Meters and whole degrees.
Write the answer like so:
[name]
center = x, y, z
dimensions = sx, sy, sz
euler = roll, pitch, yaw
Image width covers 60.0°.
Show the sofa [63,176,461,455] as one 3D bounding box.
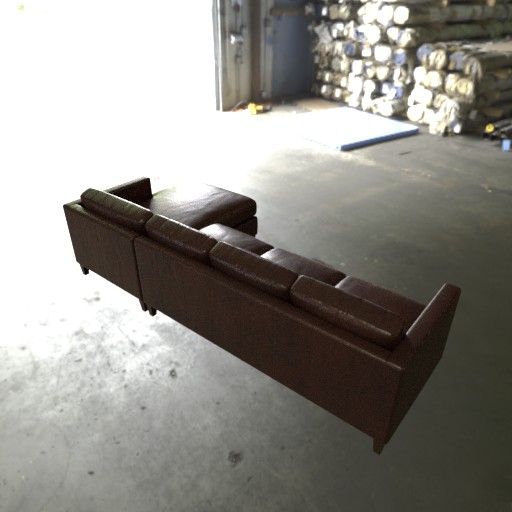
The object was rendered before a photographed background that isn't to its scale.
[sofa]
center = 0.000, 0.000, 3.779
dimensions = 3.203, 0.883, 1.581
euler = 23, 38, 33
